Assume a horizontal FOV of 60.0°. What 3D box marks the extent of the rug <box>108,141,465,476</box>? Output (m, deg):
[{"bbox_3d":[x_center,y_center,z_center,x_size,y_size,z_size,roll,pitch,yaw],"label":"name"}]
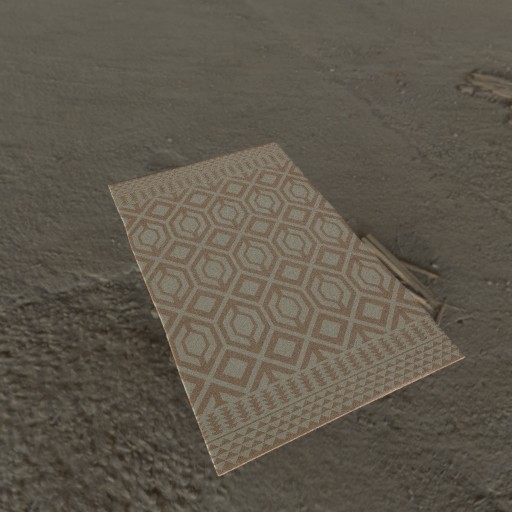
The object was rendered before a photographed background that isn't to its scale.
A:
[{"bbox_3d":[0.000,0.000,3.068,1.526,0.011,2.435,-19,50,-17],"label":"rug"}]
